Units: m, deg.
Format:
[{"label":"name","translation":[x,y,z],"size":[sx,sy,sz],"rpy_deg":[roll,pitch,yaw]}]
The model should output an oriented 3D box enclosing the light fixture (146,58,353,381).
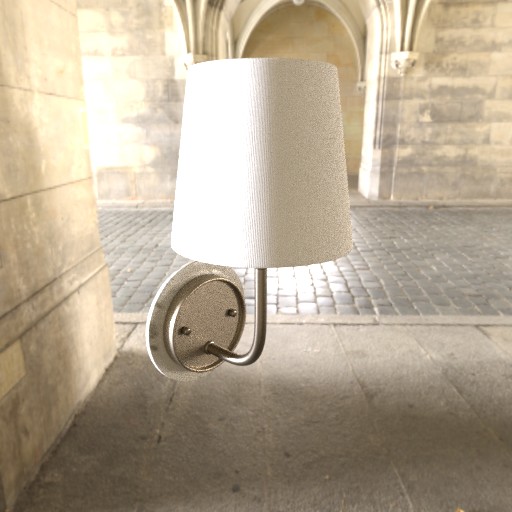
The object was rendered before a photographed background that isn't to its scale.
[{"label":"light fixture","translation":[0.000,0.000,0.433],"size":[0.188,0.337,0.168],"rpy_deg":[14,21,42]}]
